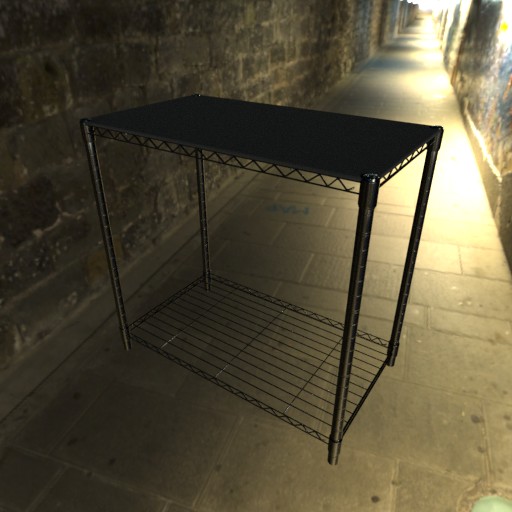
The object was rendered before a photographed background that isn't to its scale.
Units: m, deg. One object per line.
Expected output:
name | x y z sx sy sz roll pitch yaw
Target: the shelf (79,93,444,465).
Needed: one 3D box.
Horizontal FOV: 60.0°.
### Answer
shelf | 0.000 0.000 0.950 0.589 0.564 0.338 19 35 29
